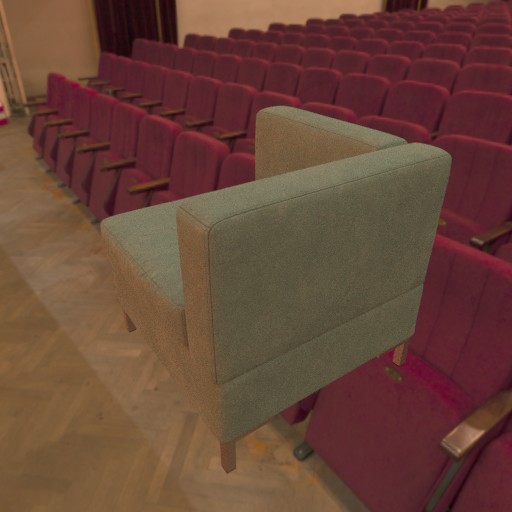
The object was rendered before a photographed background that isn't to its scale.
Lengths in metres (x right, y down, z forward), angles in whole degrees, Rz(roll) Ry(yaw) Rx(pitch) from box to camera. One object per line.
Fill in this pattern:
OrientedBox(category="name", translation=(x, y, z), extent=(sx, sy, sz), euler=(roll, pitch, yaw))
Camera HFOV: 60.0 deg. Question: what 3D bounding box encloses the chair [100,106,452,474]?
OrientedBox(category="chair", translation=(0.000, 0.000, 1.235), extent=(0.680, 0.660, 0.680), euler=(-19, 35, -30))
